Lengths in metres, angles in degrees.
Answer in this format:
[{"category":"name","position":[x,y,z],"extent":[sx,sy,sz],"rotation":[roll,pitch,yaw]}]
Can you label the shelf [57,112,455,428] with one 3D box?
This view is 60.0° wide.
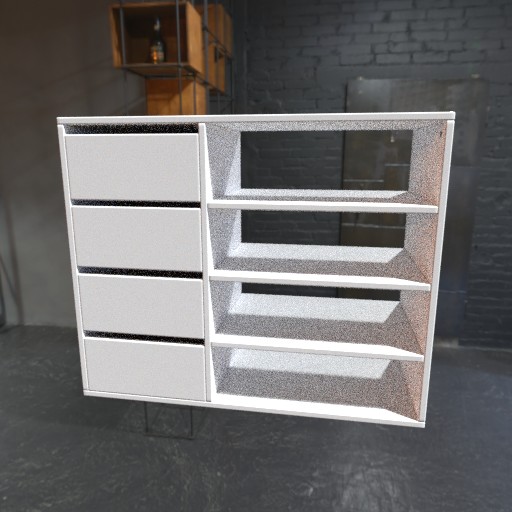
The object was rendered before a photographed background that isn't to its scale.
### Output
[{"category":"shelf","position":[0.000,0.000,1.252],"extent":[0.895,0.732,0.396],"rotation":[2,13,9]}]
